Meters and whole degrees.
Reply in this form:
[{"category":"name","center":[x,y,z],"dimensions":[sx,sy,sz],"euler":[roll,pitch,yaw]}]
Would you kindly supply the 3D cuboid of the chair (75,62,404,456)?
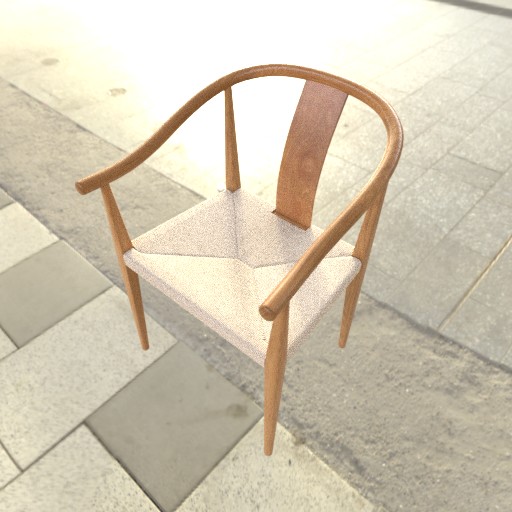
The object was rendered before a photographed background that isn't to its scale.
[{"category":"chair","center":[0.000,0.000,1.177],"dimensions":[0.556,0.800,0.579],"euler":[31,53,27]}]
